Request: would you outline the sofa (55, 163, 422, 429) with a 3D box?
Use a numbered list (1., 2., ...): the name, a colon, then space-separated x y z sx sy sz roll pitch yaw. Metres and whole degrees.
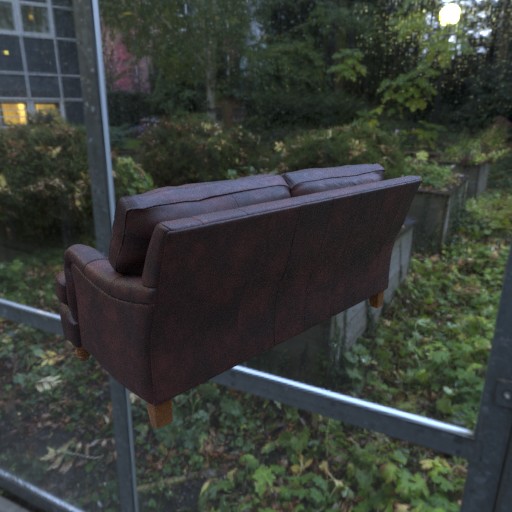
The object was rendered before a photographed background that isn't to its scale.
1. sofa: 0.000 0.000 2.809 2.144 1.071 1.147 -17 24 -42
